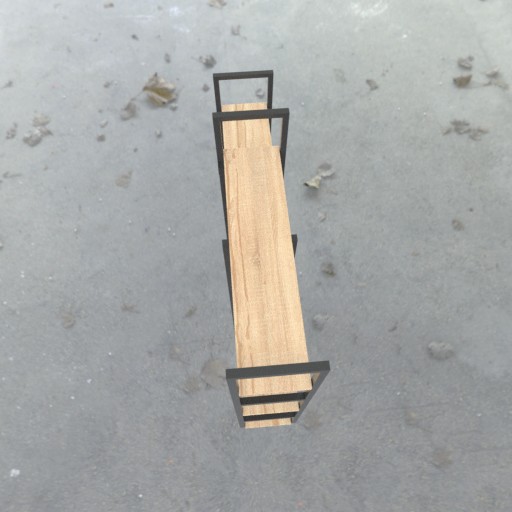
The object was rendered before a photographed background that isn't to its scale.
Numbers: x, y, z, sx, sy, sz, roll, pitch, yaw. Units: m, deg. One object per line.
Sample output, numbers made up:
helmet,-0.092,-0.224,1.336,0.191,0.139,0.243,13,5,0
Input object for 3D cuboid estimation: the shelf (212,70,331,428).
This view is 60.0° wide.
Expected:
shelf,0.000,0.000,1.392,0.183,0.921,0.946,-4,63,-2
